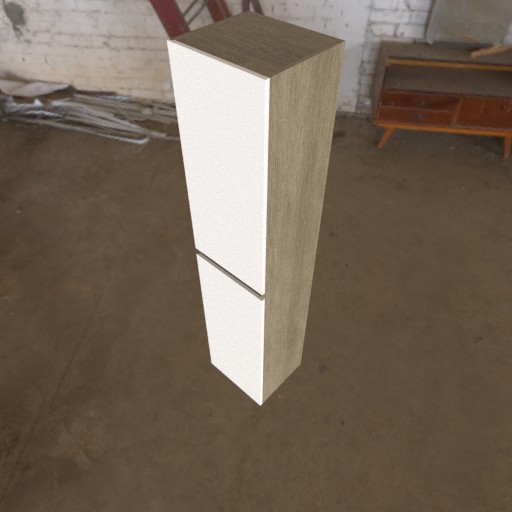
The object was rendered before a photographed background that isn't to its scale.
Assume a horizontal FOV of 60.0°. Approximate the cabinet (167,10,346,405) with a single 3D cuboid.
[{"bbox_3d":[0.000,0.000,1.502,0.300,1.400,0.270,34,55,28],"label":"cabinet"}]
